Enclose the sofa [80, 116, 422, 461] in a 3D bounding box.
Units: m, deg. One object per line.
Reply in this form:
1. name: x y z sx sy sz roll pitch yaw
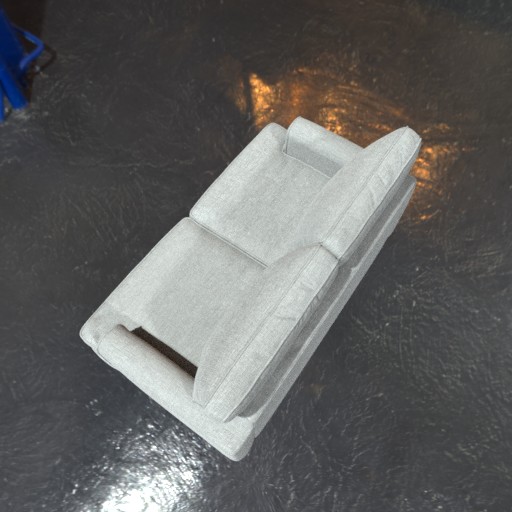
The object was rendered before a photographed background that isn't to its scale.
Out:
1. sofa: 0.000 0.000 2.228 0.965 0.965 1.651 32 68 15
